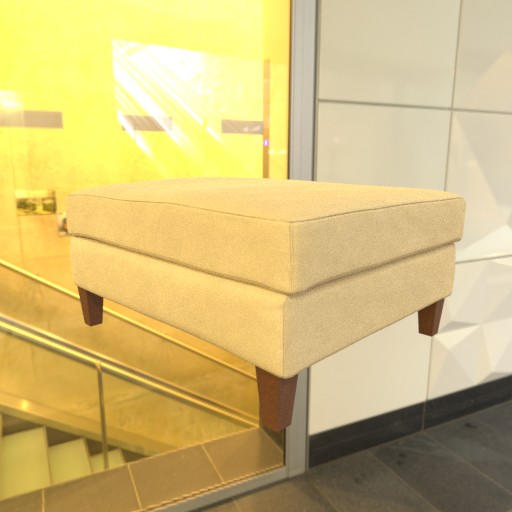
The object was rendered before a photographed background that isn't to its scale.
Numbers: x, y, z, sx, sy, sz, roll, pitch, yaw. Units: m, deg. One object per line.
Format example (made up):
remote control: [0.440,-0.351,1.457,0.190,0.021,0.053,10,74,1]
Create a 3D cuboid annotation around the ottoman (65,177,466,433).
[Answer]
ottoman: [0.000,0.000,1.427,1.002,0.492,0.836,12,17,44]
